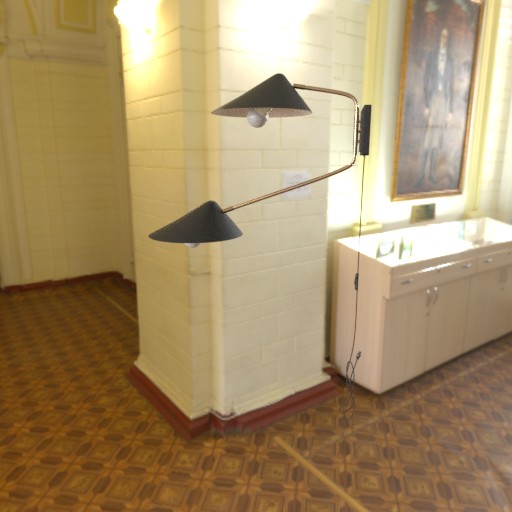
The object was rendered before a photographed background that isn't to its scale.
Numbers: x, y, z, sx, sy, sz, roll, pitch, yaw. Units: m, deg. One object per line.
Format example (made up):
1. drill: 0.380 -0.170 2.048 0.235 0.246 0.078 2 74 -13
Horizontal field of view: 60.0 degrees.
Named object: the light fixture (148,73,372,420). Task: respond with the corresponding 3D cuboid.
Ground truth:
1. light fixture: 0.000 0.000 0.864 0.422 0.665 0.189 2 13 9
